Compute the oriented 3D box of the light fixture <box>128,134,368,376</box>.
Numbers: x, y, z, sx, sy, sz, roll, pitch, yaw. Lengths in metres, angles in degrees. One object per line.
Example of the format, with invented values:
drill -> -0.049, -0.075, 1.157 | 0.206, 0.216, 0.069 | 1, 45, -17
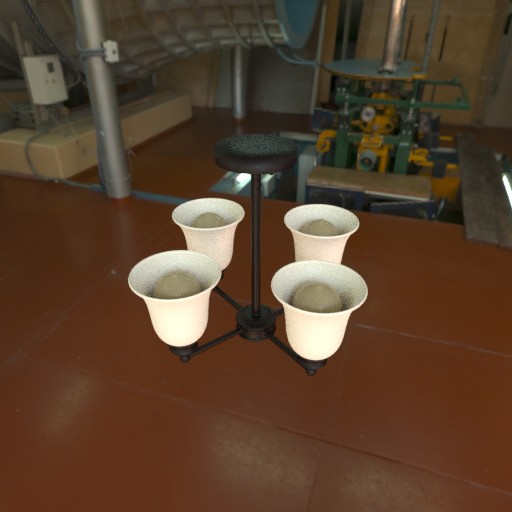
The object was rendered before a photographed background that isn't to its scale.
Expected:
light fixture -> 0.000, 0.000, 1.833 | 1.069, 0.925, 1.069 | -21, 37, -31
